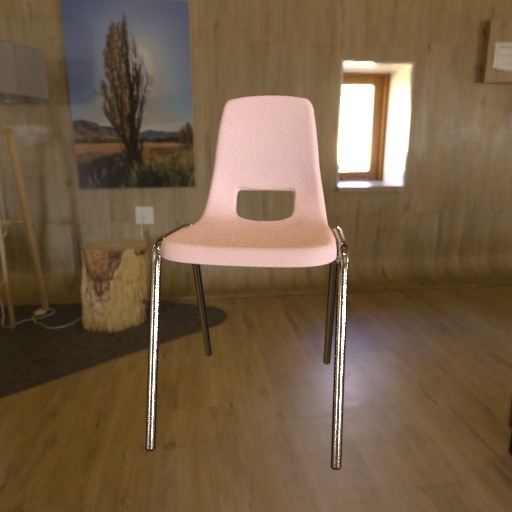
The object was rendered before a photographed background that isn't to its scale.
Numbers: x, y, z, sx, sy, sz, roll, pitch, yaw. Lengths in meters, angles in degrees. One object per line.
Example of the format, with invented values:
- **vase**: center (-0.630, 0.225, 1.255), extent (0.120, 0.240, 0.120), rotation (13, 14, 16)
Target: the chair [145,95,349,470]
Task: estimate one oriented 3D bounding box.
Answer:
- **chair**: center (0.000, 0.000, 0.966), extent (0.381, 0.704, 0.436), rotation (2, 14, 8)
